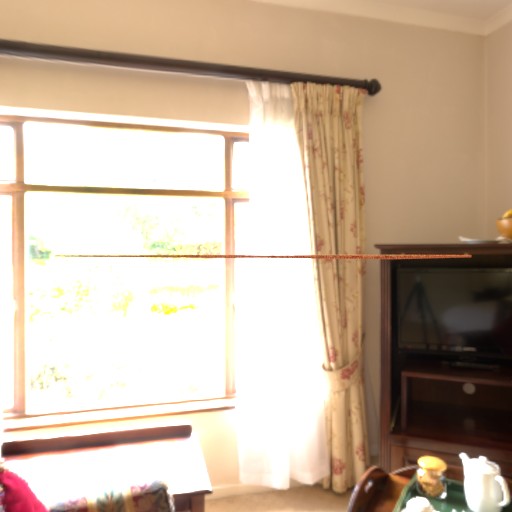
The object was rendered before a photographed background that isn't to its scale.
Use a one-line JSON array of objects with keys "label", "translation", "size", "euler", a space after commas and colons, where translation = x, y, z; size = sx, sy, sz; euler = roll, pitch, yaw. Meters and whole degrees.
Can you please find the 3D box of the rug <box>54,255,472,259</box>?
[{"label": "rug", "translation": [0.000, 0.000, 3.040], "size": [2.438, 0.015, 1.524], "euler": [0, 0, 36]}]
